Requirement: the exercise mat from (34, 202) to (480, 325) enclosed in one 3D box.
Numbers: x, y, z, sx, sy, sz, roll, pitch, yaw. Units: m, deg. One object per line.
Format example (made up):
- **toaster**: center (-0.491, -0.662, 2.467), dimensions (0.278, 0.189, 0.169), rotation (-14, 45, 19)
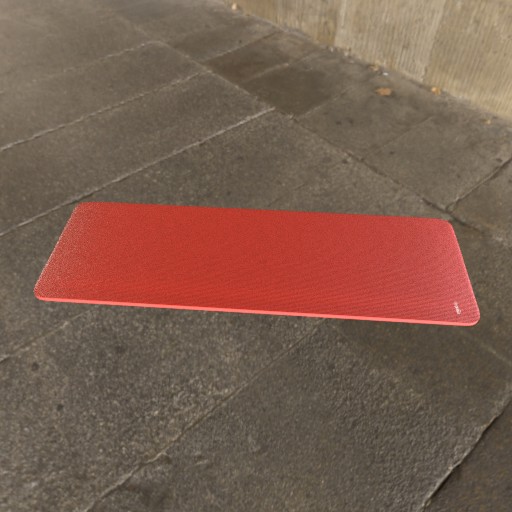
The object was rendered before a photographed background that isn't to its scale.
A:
- **exercise mat**: center (0.000, 0.000, 2.017), dimensions (1.869, 0.021, 0.616), rotation (3, 47, 3)
